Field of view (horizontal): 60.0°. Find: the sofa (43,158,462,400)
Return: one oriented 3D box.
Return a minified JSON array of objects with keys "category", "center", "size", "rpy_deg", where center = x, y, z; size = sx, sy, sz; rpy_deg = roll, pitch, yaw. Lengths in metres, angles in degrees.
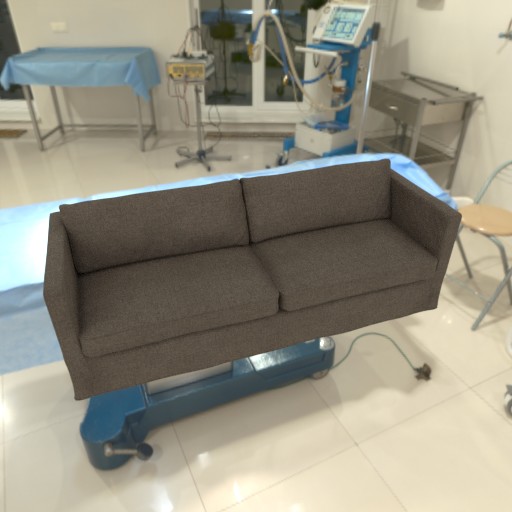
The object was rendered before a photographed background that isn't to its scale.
[{"category":"sofa","center":[0.000,0.000,3.290],"size":[2.779,0.998,1.036],"rpy_deg":[-11,35,-16]}]
